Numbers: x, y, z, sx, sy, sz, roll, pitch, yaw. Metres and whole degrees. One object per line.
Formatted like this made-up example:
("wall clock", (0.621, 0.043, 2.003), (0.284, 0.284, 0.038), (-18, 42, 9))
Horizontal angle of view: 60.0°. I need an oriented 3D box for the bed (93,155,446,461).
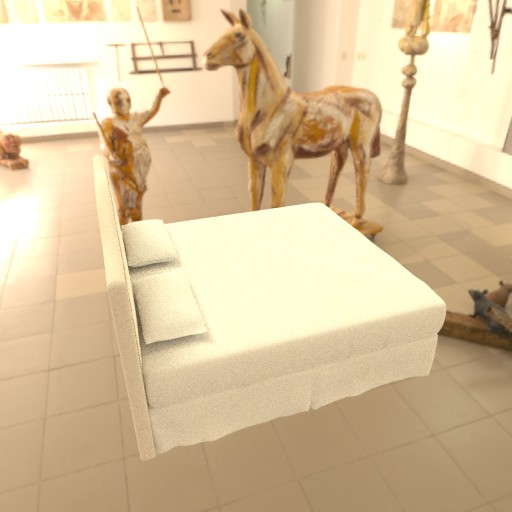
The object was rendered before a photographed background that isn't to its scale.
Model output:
("bed", (0.000, 0.000, 3.464), (2.182, 1.421, 2.083), (-10, 31, -17))
